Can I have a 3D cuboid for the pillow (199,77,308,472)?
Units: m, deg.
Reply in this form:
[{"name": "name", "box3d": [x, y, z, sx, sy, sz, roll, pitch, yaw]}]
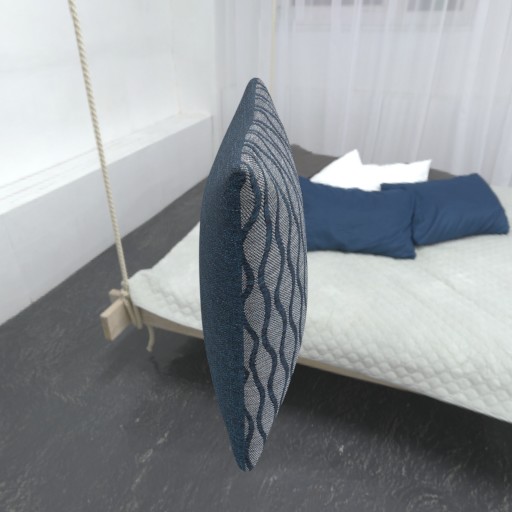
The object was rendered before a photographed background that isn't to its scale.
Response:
[{"name": "pillow", "box3d": [0.000, 0.000, 0.660, 0.159, 0.435, 0.435, 0, 31, 1]}]
